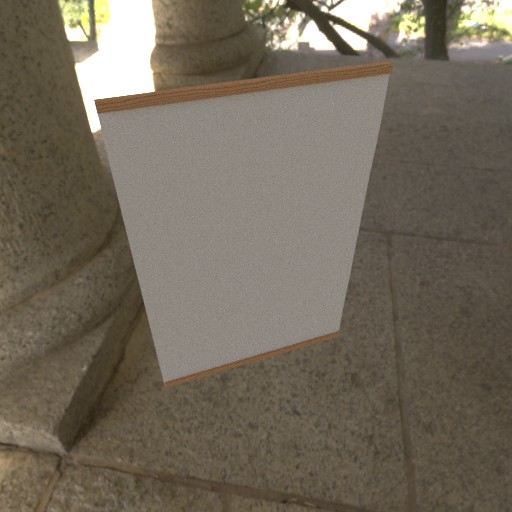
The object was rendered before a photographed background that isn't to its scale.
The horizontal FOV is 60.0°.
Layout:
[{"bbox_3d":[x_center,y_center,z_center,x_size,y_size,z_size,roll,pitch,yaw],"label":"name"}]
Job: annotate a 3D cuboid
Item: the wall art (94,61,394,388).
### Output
[{"bbox_3d":[0.000,0.000,1.934,1.011,1.521,0.025,-13,43,-14],"label":"wall art"}]
